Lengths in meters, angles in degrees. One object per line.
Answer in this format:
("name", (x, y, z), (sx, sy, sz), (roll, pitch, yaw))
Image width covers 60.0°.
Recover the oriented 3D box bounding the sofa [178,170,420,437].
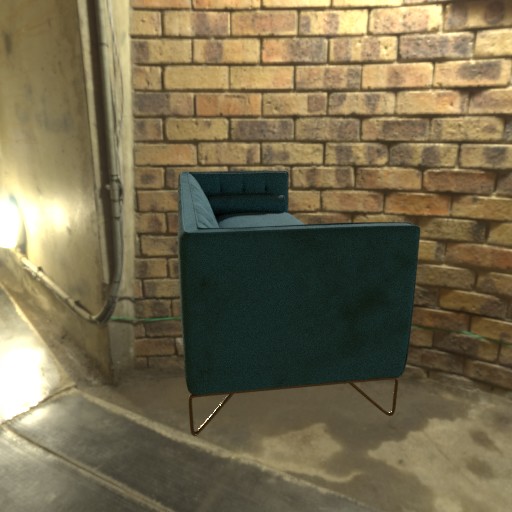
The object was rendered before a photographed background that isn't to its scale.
("sofa", (0.000, 0.000, 2.571), (0.867, 0.789, 2.087), (-3, 17, -9))
